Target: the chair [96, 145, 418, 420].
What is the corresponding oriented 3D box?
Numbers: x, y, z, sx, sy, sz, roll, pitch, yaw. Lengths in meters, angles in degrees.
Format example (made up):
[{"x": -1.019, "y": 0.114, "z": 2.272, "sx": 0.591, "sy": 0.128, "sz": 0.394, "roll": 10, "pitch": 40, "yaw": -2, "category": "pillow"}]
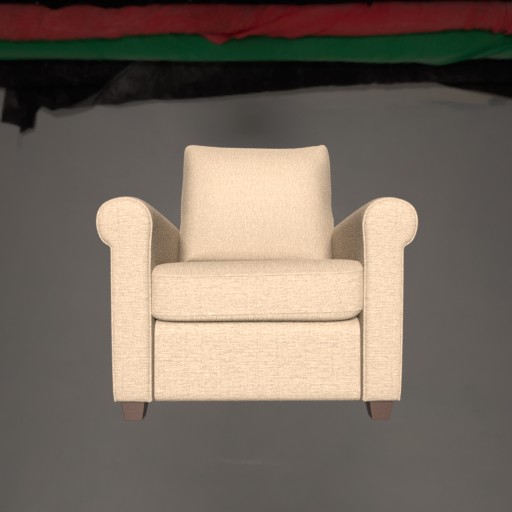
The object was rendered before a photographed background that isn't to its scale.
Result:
[{"x": 0.000, "y": 0.000, "z": 2.315, "sx": 1.275, "sy": 1.349, "sz": 1.180, "roll": 0, "pitch": -1, "yaw": -1, "category": "chair"}]
